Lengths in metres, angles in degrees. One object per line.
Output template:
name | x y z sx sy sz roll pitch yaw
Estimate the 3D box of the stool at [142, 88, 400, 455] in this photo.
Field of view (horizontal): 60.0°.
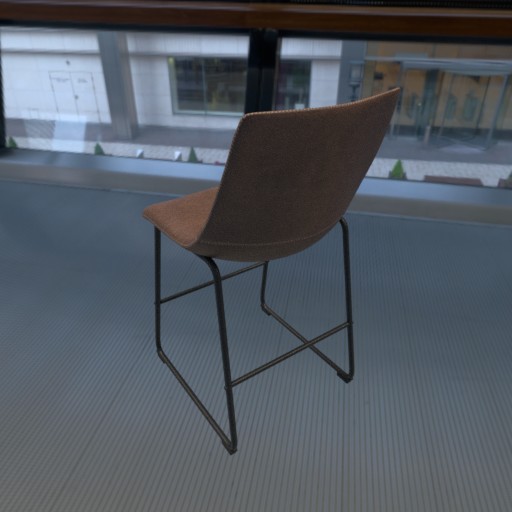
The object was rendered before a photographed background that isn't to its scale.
stool | 0.000 0.000 1.181 0.460 0.890 0.550 -20 37 -30
